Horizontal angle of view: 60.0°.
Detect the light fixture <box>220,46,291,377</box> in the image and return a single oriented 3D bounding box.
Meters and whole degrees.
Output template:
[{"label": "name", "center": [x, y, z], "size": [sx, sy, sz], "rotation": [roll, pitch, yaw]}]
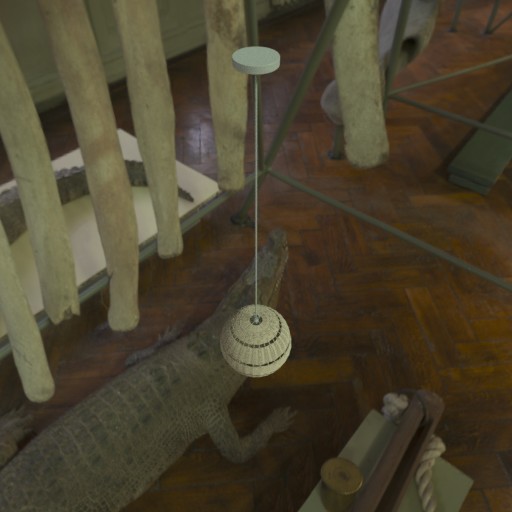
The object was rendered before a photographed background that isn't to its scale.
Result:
[{"label": "light fixture", "center": [0.000, 0.000, 2.274], "size": [0.457, 2.019, 0.457], "rotation": [32, 54, 27]}]
